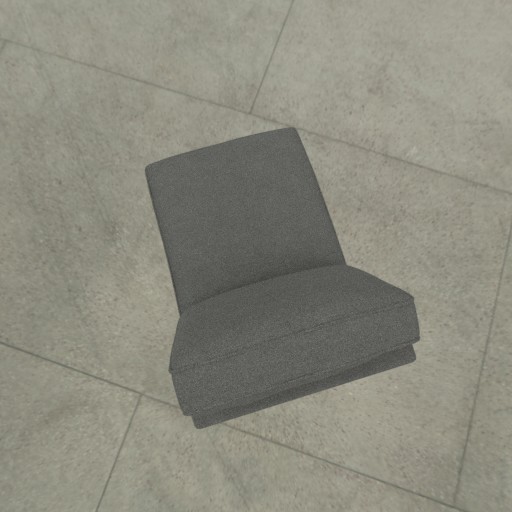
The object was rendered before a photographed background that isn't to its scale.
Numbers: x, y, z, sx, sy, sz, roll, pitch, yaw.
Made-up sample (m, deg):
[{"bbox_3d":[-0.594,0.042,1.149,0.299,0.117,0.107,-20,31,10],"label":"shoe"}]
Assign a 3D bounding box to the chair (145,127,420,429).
[{"bbox_3d":[0.000,0.000,1.555,0.621,0.970,0.938,-16,76,-4],"label":"chair"}]
